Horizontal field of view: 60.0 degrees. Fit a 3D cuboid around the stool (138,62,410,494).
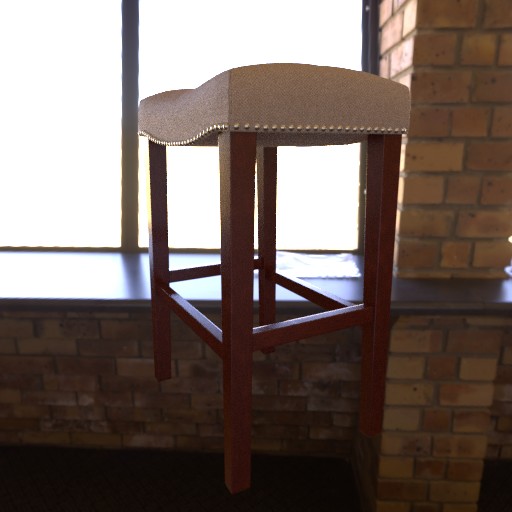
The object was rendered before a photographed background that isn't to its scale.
[{"bbox_3d":[0.000,0.000,0.997,0.372,0.742,0.504,-8,16,-28],"label":"stool"}]
